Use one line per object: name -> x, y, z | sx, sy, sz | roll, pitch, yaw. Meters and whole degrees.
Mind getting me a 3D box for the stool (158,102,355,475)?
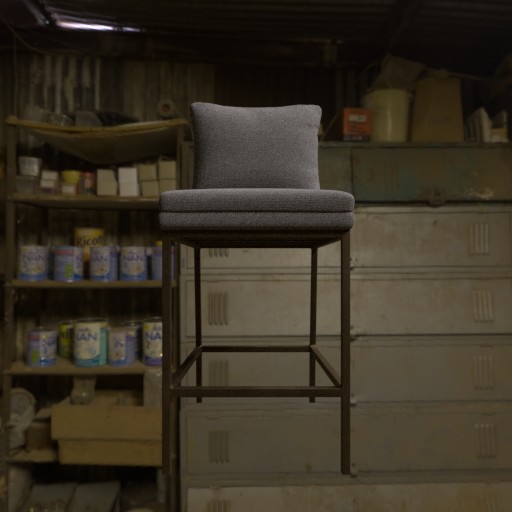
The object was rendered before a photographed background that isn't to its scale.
stool -> 0.000, 0.000, 1.311 | 0.463, 1.031, 0.569 | 0, 0, 0
